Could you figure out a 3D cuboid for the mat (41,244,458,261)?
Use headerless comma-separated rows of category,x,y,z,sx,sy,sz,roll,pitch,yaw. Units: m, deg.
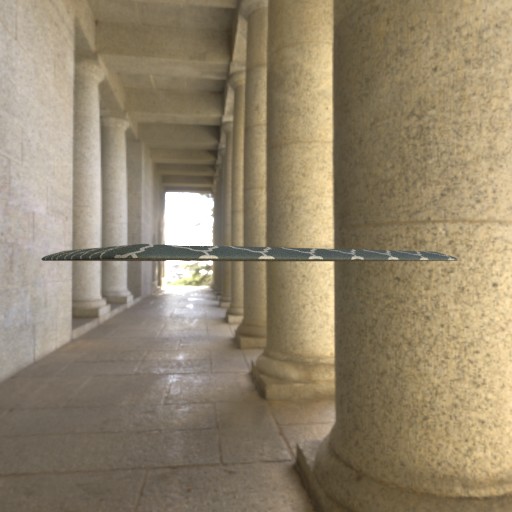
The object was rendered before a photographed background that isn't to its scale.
mat,0.000,0.000,0.949,0.762,0.021,0.508,1,-1,-36
